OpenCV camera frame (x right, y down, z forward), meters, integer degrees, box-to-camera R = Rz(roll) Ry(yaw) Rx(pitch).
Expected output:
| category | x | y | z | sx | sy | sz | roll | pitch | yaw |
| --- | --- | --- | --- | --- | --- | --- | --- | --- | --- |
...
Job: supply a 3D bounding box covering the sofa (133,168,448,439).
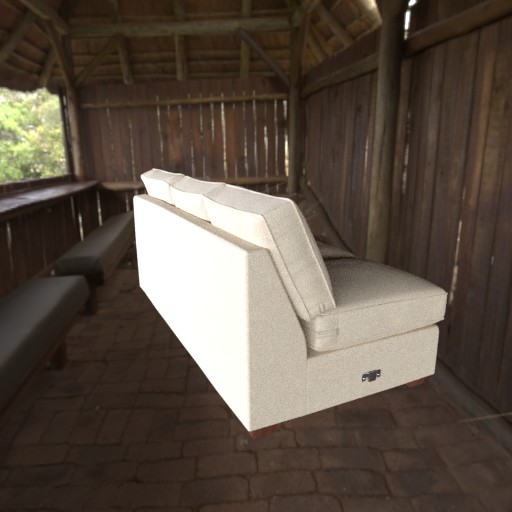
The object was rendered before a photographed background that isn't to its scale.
| category | x | y | z | sx | sy | sz | roll | pitch | yaw |
| --- | --- | --- | --- | --- | --- | --- | --- | --- | --- |
| sofa | 0.000 | 0.000 | 2.629 | 1.034 | 0.946 | 1.963 | -7 | 16 | -25 |
